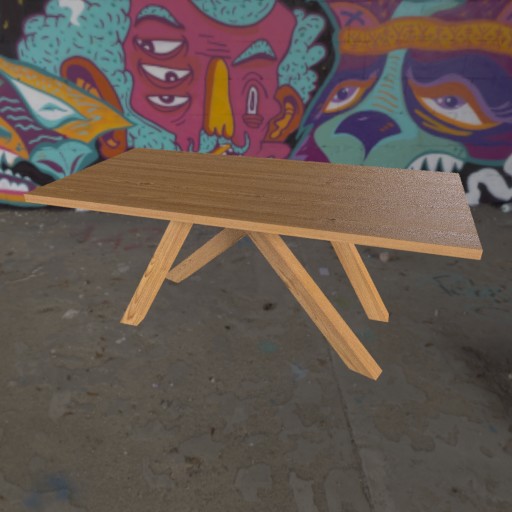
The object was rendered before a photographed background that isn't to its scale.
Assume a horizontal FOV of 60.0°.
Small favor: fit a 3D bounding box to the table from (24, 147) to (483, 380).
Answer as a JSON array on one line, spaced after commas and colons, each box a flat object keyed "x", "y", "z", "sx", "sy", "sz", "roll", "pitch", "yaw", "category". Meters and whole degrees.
[{"x": 0.000, "y": 0.000, "z": 2.201, "sx": 1.797, "sy": 0.750, "sz": 0.901, "roll": 8, "pitch": 28, "yaw": 16, "category": "table"}]
